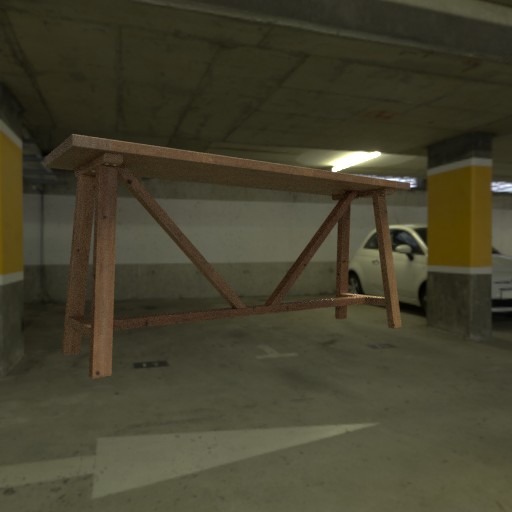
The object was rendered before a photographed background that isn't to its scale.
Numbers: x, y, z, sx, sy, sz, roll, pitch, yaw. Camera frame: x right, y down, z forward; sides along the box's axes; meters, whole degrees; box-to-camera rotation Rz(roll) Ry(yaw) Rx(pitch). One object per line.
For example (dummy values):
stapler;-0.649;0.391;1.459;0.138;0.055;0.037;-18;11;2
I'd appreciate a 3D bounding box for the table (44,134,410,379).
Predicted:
table;0.000;0.000;2.155;1.800;0.810;0.465;-1;1;-36
